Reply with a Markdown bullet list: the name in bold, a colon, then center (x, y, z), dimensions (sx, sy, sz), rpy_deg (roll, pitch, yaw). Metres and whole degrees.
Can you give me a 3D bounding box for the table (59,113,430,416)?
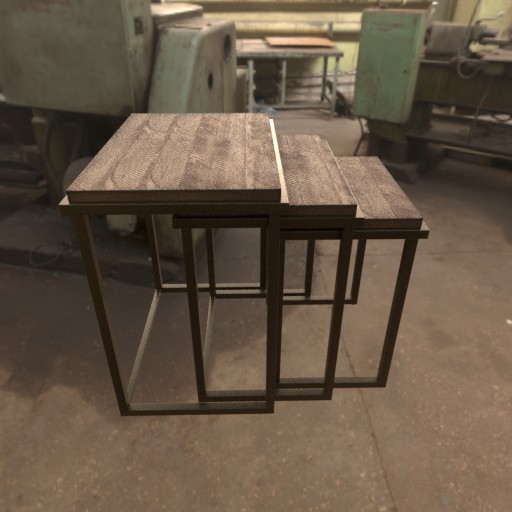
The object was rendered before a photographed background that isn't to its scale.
- **table**: center (0.000, 0.000, 1.172), dimensions (0.706, 0.610, 0.559), rpy_deg (-1, 32, -1)
